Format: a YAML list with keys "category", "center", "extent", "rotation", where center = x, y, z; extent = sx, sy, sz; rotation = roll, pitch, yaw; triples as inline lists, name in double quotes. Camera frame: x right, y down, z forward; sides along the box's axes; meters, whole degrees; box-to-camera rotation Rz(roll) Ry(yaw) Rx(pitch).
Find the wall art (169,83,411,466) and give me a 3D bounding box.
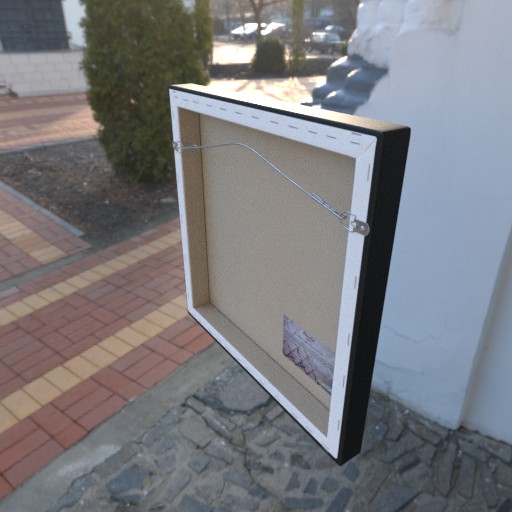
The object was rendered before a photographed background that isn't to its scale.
- category: "wall art"
  center: [0.000, 0.000, 0.607]
  extent: [0.041, 0.407, 0.406]
  rotation: [-18, 32, -31]
